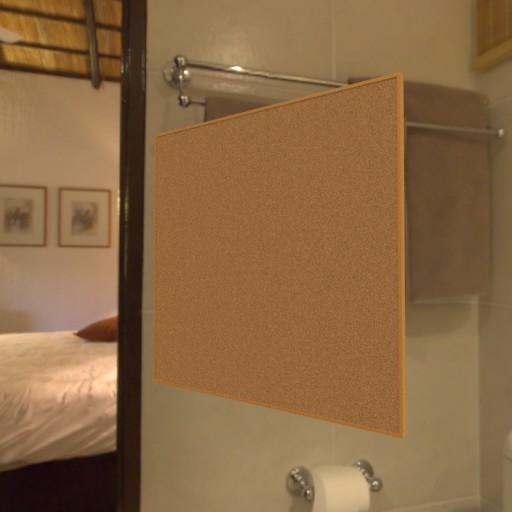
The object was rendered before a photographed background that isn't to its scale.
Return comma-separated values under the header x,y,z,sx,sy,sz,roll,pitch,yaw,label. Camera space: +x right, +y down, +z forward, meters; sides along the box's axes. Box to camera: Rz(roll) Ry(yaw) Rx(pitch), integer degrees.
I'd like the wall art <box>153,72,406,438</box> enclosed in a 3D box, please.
x,y,z,sx,sy,sz,roll,pitch,yaw,label
0.000,0.000,0.690,0.457,0.455,0.013,-1,-2,36,wall art
